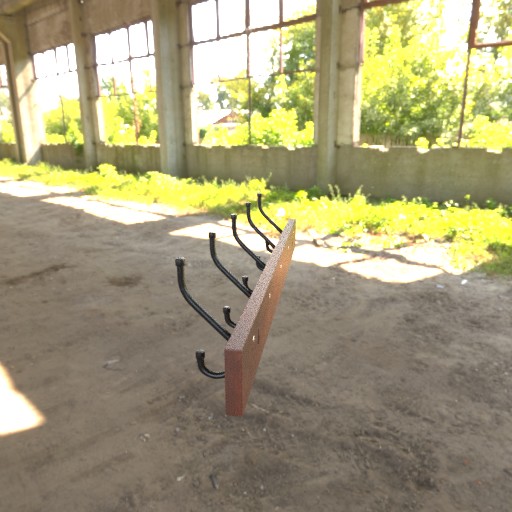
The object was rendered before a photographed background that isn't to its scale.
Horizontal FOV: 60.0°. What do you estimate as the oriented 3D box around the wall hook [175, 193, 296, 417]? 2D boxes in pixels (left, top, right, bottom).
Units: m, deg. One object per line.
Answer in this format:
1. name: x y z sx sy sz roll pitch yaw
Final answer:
1. wall hook: 0.000 0.000 0.623 0.071 0.117 0.571 2 15 9
